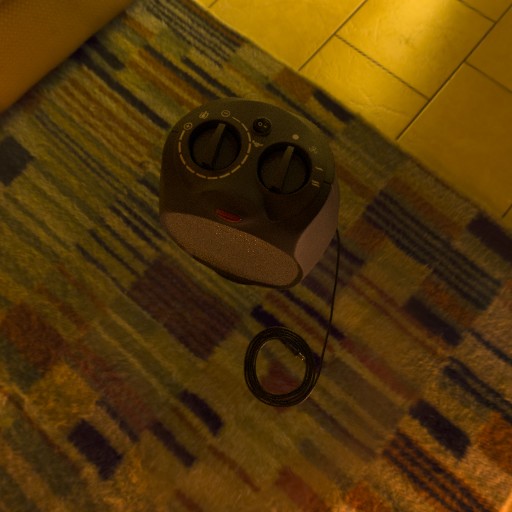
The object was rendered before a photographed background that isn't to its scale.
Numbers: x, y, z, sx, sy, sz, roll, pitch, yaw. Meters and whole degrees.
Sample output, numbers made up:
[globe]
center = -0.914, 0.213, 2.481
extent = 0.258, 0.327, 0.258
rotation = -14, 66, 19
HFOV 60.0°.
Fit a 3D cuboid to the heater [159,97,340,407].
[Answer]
[heater]
center = 0.000, 0.000, 0.476
extent = 0.239, 0.255, 0.291
rotation = 20, 76, 5
